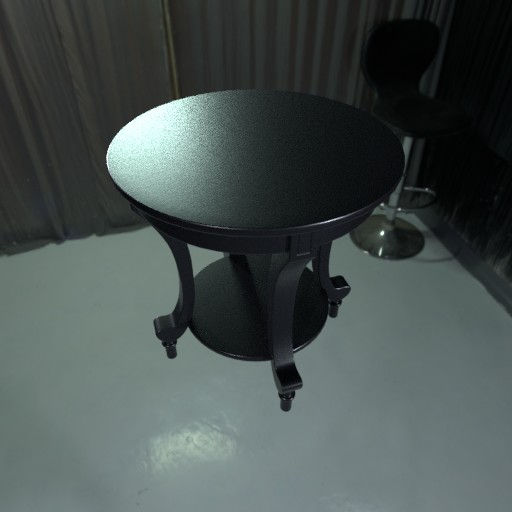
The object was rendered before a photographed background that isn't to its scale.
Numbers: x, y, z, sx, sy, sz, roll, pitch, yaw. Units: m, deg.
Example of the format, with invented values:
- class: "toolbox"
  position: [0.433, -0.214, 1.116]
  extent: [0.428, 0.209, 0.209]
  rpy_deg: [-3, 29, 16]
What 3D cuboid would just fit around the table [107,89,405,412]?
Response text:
- class: "table"
  position: [0.000, 0.000, 1.112]
  extent: [0.597, 0.618, 0.597]
  rpy_deg: [0, 40, 0]
